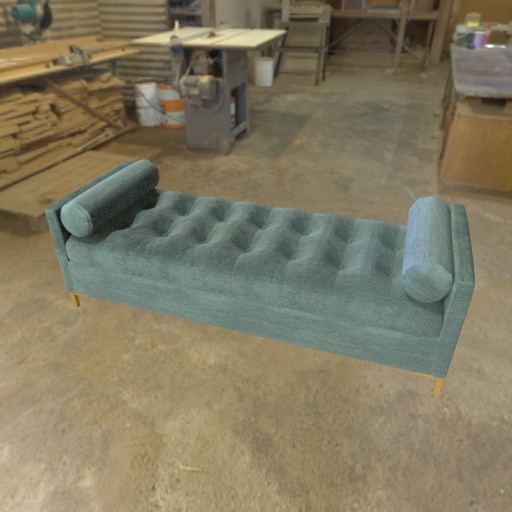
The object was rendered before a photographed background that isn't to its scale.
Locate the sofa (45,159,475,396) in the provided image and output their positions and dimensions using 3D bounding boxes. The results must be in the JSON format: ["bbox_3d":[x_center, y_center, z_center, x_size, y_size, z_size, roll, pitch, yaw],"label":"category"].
[{"bbox_3d":[0.000,0.000,2.474,2.102,0.705,0.796,10,33,16],"label":"sofa"}]
